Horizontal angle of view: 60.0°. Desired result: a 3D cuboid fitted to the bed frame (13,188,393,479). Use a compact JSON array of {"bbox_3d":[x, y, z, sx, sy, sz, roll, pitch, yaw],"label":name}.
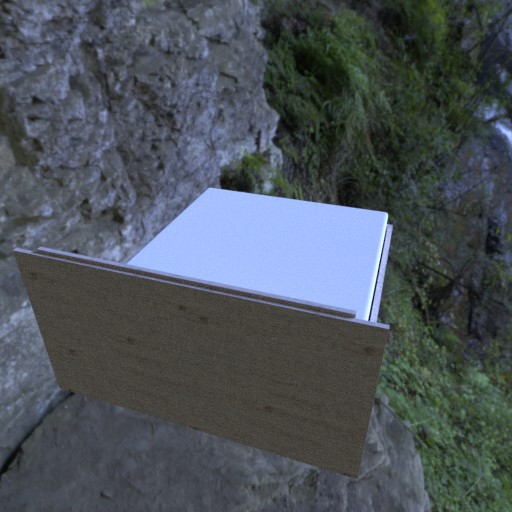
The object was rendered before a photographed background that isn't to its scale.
[{"bbox_3d":[0.000,0.000,2.963,1.750,0.970,2.080,10,33,16],"label":"bed frame"}]
